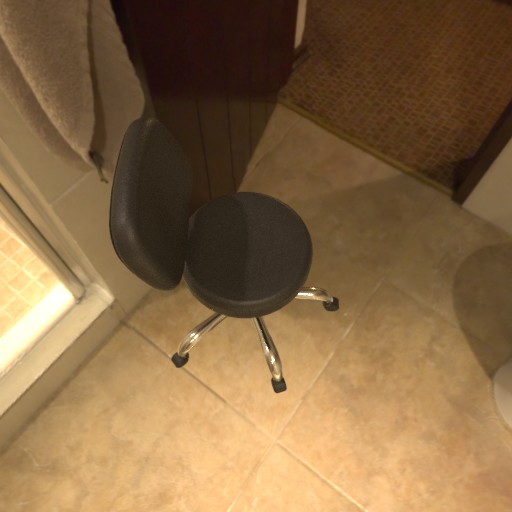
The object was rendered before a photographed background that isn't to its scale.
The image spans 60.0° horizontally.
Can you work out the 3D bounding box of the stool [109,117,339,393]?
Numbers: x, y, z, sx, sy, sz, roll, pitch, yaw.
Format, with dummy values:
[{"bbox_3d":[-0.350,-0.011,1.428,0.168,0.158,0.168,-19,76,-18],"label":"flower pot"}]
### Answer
[{"bbox_3d":[0.000,0.000,1.367,0.648,0.862,0.673,0,62,0],"label":"stool"}]
